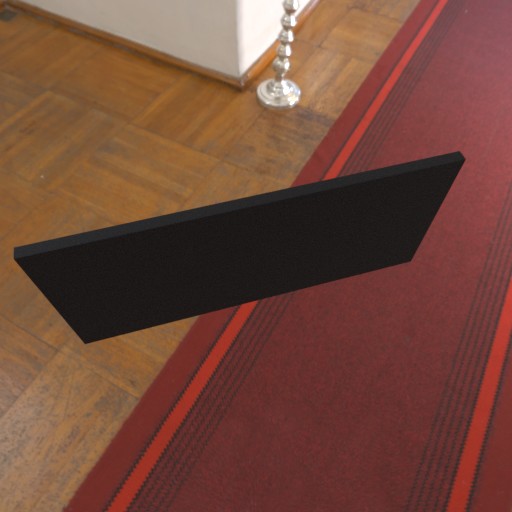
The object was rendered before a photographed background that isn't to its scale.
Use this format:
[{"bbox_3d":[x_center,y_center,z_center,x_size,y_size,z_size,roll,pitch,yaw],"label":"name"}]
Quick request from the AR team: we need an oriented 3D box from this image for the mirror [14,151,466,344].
[{"bbox_3d":[0.000,0.000,1.800,1.584,0.692,0.047,-13,58,-9],"label":"mirror"}]
